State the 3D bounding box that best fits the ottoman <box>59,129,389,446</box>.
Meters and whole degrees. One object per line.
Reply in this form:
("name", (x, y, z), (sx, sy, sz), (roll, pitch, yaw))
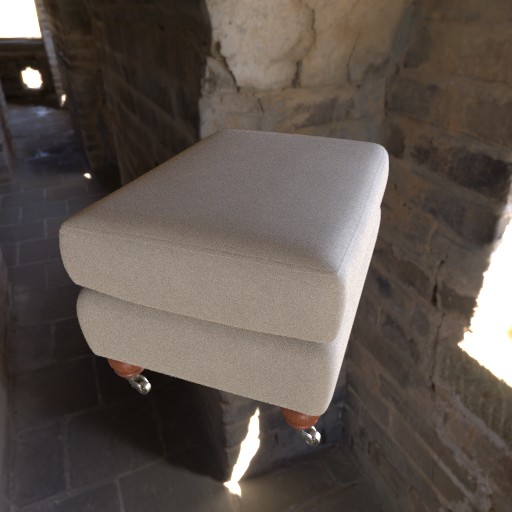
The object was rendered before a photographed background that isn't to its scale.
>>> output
("ottoman", (0.000, 0.000, 1.159), (0.569, 0.504, 0.773), (10, 32, 17))
